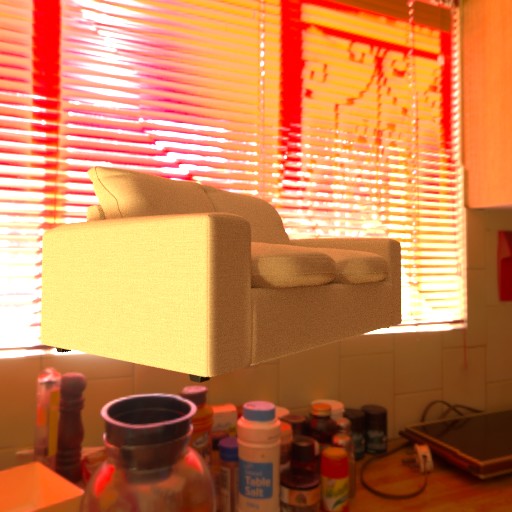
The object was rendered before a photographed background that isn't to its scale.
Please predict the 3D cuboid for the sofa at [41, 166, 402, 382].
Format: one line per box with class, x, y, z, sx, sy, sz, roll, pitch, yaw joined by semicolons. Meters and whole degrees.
sofa;0.000;0.000;2.358;1.091;0.875;1.754;-1;-2;37
